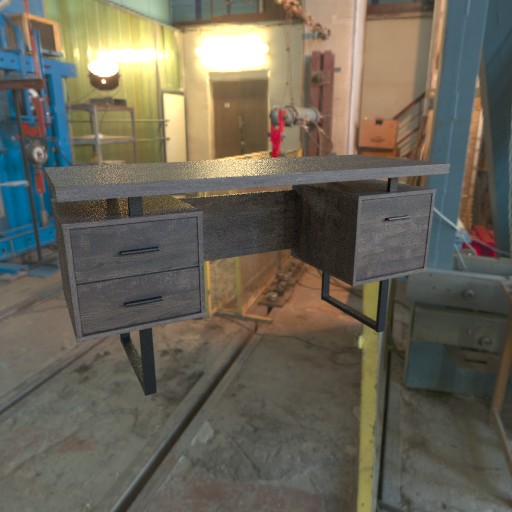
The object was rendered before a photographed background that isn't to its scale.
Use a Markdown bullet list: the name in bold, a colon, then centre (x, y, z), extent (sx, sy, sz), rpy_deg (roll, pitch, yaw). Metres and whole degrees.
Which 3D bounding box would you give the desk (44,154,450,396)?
- **desk**: centre (0.000, 0.000, 1.891), extent (1.524, 0.760, 0.600), rpy_deg (-9, 19, -26)
